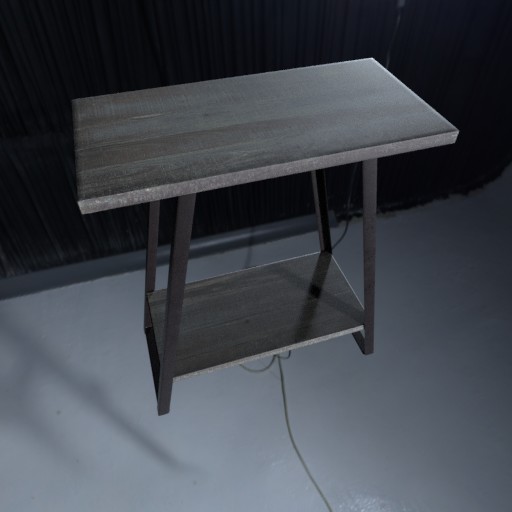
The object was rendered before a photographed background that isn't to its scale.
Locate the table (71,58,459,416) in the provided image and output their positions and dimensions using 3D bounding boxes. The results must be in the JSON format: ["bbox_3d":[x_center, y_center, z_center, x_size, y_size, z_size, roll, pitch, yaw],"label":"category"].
[{"bbox_3d":[0.000,0.000,1.010,0.599,0.701,0.300,-13,48,-12],"label":"table"}]
